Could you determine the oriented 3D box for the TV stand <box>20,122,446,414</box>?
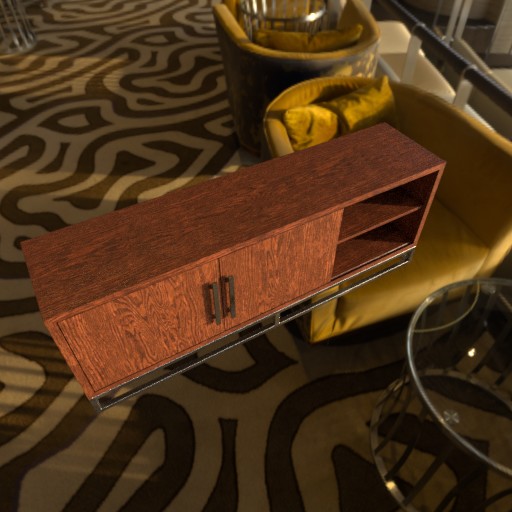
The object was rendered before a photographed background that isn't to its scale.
[{"bbox_3d":[0.000,0.000,1.791,1.541,0.578,0.382,-22,50,-20],"label":"TV stand"}]
